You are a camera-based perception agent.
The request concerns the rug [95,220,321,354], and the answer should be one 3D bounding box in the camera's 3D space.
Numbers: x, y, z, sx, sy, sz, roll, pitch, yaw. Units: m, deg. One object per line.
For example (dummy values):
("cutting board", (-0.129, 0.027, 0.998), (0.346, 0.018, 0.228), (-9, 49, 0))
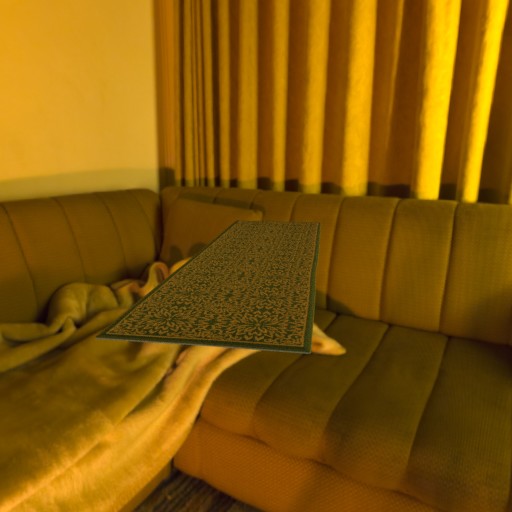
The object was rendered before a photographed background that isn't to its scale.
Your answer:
("rug", (0.000, 0.000, 2.365), (0.662, 0.011, 2.196), (2, 14, 9))
